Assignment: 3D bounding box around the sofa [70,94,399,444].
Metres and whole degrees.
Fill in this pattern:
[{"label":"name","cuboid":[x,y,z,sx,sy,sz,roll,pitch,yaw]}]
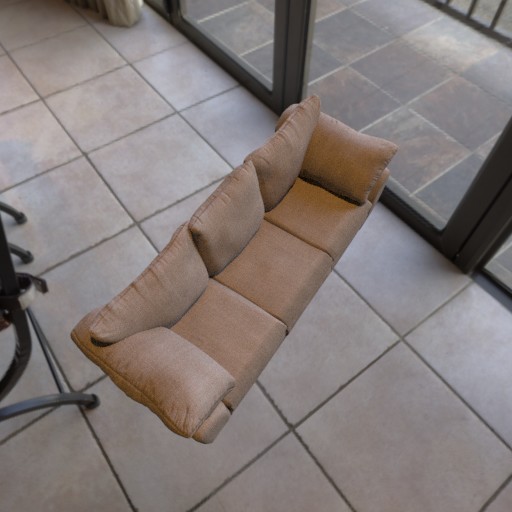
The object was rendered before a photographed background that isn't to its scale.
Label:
[{"label":"sofa","cuboid":[0.000,0.000,2.916,0.878,0.996,2.334,30,62,18]}]
